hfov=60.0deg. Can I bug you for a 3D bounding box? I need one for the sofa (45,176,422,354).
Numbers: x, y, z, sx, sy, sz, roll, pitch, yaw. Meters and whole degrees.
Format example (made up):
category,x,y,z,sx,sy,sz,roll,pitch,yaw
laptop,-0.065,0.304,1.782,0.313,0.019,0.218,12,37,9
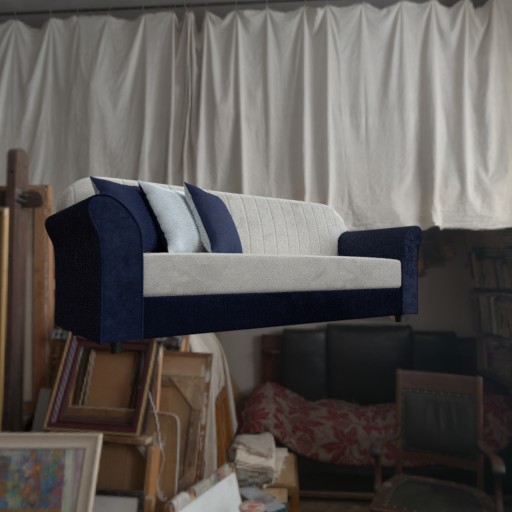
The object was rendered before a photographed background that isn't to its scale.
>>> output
category,x,y,z,sx,sy,sz,roll,pitch,yaw
sofa,0.000,0.000,2.444,2.006,0.789,0.749,1,-2,-36
